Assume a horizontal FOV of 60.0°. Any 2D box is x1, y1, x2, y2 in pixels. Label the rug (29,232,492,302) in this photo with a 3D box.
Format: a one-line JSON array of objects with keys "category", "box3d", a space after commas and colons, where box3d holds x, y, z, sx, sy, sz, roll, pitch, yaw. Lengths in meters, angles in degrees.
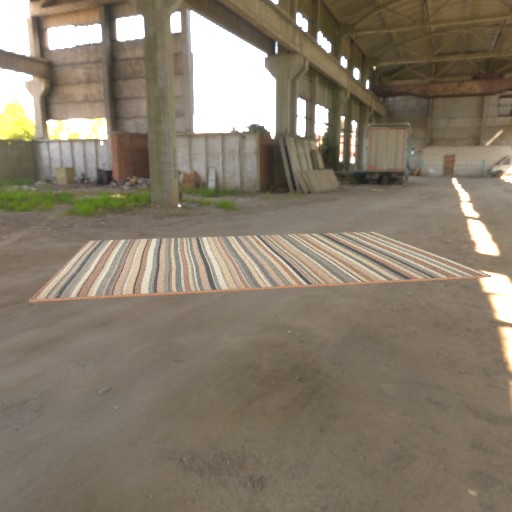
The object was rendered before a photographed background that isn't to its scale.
[{"category": "rug", "box3d": [0.000, 0.000, 3.017, 2.438, 0.014, 1.523, -2, 13, -10]}]
